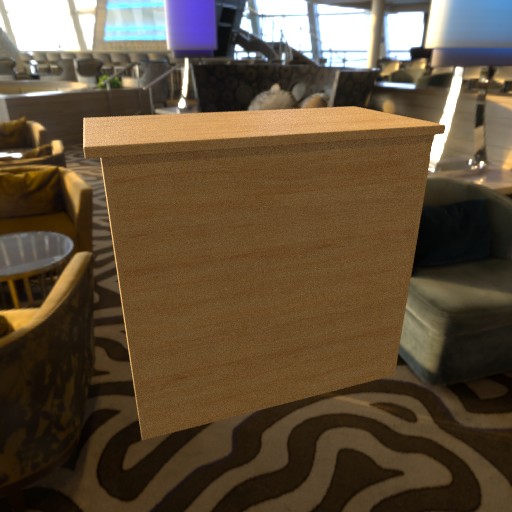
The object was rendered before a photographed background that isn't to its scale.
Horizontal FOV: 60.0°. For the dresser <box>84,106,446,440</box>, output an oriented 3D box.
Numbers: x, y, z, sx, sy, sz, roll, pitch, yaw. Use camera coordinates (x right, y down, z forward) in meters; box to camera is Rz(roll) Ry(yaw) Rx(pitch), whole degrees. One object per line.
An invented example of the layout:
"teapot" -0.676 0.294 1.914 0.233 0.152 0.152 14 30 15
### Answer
"dresser" 0.000 0.000 1.243 0.800 0.730 0.410 -8 26 -18
